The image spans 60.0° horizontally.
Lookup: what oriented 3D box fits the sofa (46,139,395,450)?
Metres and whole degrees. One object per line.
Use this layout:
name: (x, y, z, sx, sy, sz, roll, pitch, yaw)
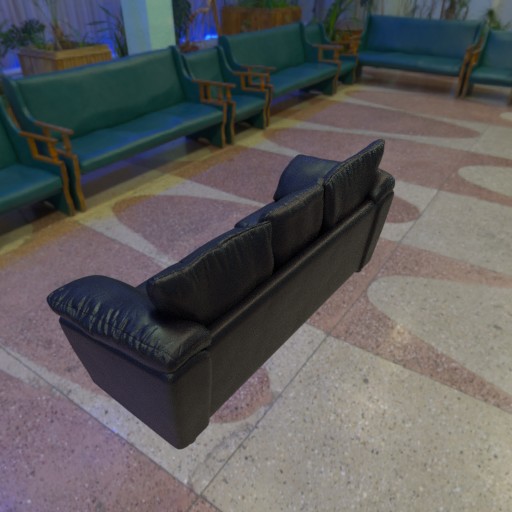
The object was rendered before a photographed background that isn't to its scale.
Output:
sofa: (0.000, 0.000, 2.822, 0.880, 1.073, 2.336, 23, 40, 30)
